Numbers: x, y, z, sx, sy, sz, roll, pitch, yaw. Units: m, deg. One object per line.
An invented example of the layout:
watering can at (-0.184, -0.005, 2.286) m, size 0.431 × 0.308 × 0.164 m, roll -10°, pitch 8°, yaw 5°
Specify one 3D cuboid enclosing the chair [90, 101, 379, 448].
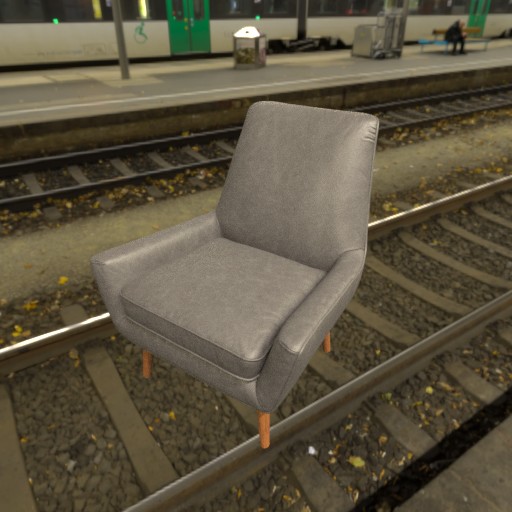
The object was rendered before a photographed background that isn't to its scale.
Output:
chair at (0.000, 0.000, 1.531) m, size 0.787 × 0.888 × 0.822 m, roll 19°, pitch 34°, yaw 30°
